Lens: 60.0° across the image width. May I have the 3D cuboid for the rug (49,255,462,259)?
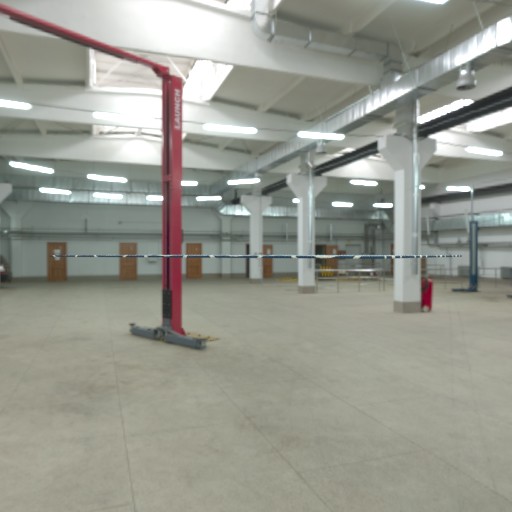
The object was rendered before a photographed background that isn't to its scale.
[{"bbox_3d":[0.000,0.000,2.807,2.134,0.010,1.524,0,0,35],"label":"rug"}]
